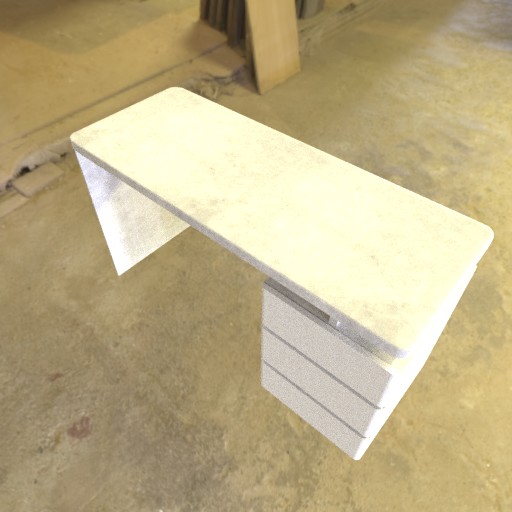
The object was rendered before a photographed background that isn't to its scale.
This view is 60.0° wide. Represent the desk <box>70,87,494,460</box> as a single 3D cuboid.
[{"bbox_3d":[0.000,0.000,1.740,1.400,0.755,0.550,32,55,27],"label":"desk"}]
